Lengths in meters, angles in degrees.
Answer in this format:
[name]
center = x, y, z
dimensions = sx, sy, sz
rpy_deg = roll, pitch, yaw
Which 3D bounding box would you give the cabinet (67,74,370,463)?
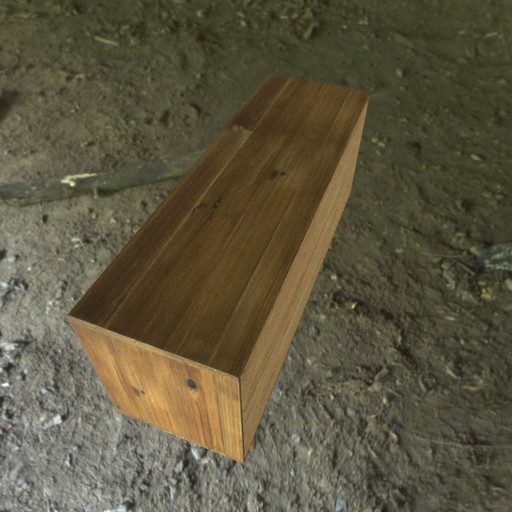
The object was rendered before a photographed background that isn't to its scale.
[cabinet]
center = 0.000, 0.000, 1.749
dimensions = 0.472, 0.800, 1.400
rpy_deg = 16, 49, 15
